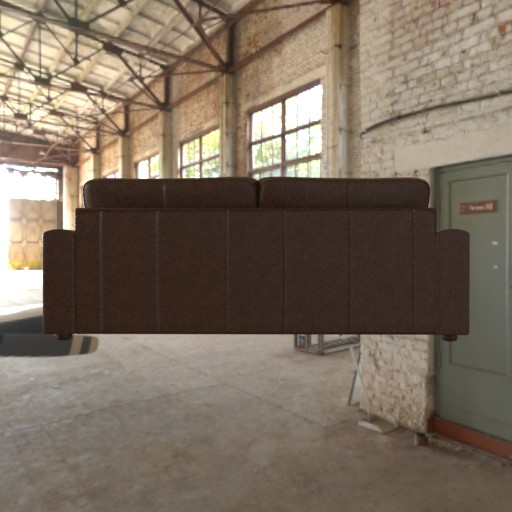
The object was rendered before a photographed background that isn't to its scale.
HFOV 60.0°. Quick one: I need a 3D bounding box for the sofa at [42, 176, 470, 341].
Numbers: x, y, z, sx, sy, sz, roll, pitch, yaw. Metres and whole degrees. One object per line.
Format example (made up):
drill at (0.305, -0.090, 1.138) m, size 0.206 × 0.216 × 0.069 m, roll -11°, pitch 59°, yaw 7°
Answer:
sofa at (0.000, 0.000, 2.751) m, size 2.179 × 0.873 × 1.016 m, roll 0°, pitch 1°, yaw 1°
